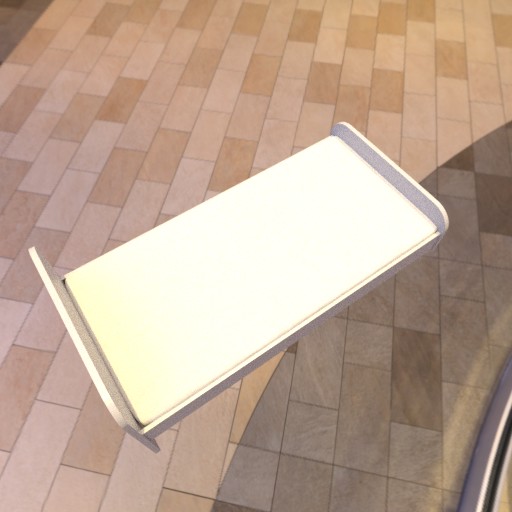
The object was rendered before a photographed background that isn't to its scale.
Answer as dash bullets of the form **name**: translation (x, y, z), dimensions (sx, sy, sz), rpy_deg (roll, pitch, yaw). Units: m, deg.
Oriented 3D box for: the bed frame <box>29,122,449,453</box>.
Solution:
- **bed frame**: translation (0.000, 0.000, 2.483), dimensions (1.963, 0.805, 0.998), rpy_deg (-31, 63, -17)
